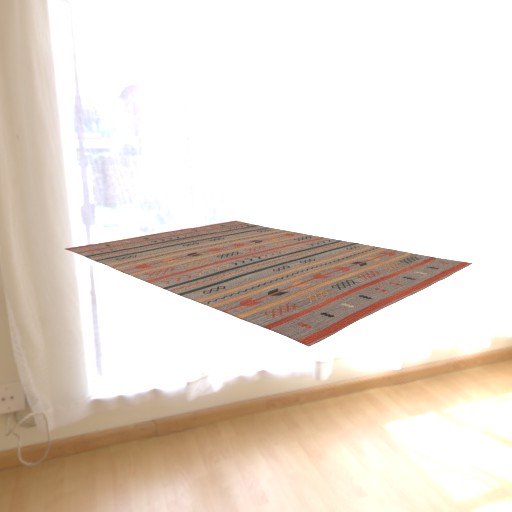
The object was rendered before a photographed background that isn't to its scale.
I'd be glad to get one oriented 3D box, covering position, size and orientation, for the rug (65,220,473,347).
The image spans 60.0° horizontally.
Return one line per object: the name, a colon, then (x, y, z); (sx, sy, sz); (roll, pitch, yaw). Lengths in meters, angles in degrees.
rug: (0.000, 0.000, 4.063); (3.029, 0.022, 2.263); (14, 20, 43)
